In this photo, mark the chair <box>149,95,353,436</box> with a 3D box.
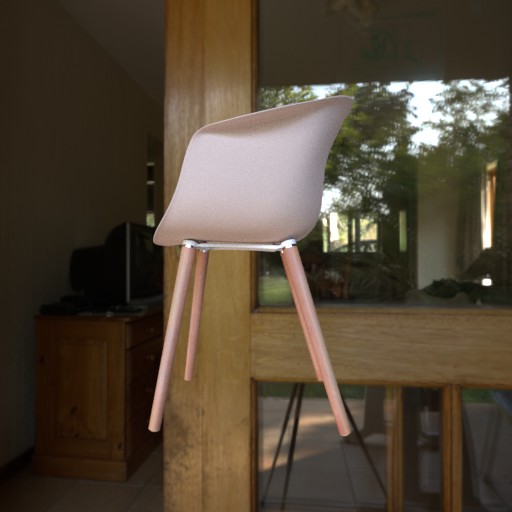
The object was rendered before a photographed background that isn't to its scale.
[{"bbox_3d":[0.000,0.000,1.184,0.504,0.781,0.593,0,-1,2],"label":"chair"}]
